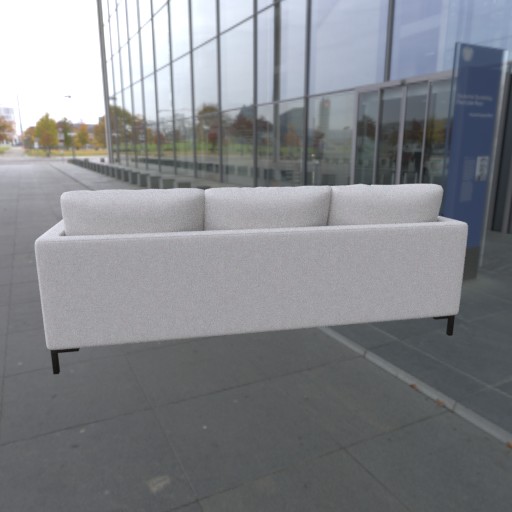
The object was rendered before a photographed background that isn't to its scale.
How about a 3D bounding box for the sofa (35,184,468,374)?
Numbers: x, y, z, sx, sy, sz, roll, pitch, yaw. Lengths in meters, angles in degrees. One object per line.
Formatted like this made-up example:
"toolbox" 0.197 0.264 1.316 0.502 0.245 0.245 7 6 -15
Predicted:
"sofa" 0.000 0.000 2.652 2.218 0.874 0.859 -3 14 -12
